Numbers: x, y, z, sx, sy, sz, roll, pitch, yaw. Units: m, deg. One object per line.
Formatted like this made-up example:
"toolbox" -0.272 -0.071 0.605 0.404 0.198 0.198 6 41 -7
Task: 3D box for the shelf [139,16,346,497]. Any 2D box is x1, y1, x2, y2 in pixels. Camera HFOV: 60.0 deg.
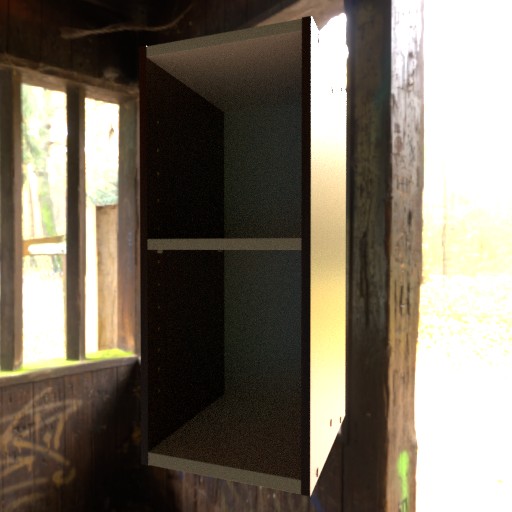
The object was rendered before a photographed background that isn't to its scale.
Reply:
"shelf" 0.000 0.000 0.731 0.253 0.600 0.290 0 1 20
